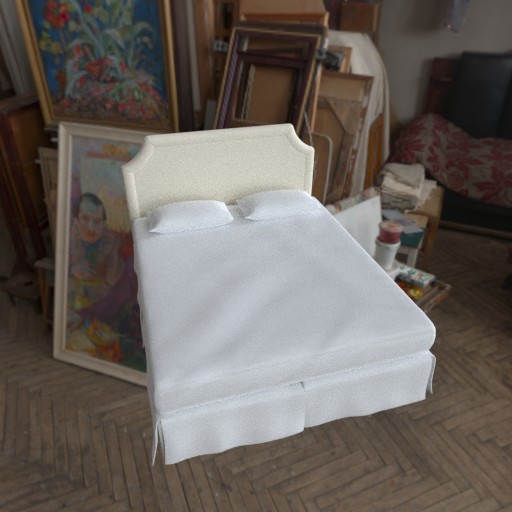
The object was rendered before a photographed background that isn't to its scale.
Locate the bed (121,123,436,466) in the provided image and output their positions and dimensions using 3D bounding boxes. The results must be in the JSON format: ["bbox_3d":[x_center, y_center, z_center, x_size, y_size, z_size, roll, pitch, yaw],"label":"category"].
[{"bbox_3d":[0.000,0.000,4.145,2.350,1.590,2.773,-9,34,-14],"label":"bed"}]
